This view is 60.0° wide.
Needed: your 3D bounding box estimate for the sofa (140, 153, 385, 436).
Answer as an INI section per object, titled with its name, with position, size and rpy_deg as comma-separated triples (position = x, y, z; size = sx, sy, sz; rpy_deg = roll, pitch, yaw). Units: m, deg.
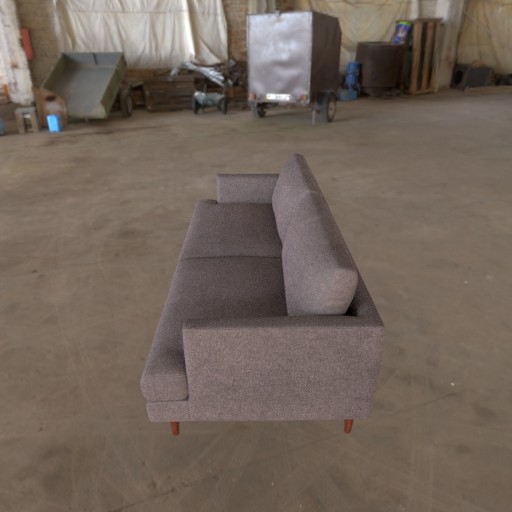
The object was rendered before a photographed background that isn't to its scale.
[sofa]
position = 0.000, 0.000, 2.862
size = 1.020, 0.868, 2.250
rpy_deg = 0, 26, -1
